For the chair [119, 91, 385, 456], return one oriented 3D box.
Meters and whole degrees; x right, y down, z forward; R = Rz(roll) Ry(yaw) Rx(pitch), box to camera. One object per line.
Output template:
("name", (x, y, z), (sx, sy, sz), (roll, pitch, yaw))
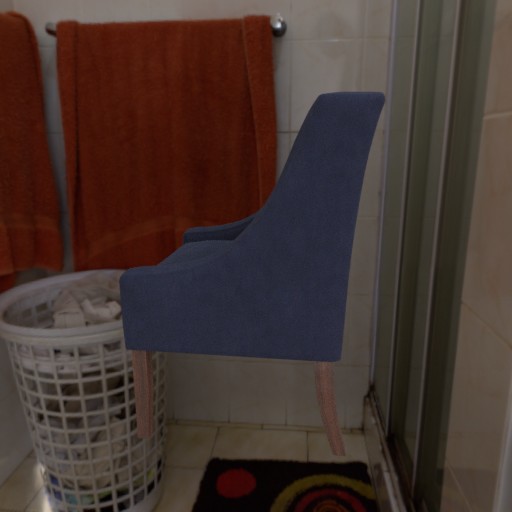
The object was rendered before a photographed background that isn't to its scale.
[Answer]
("chair", (0.000, 0.000, 1.356), (0.629, 0.895, 0.629), (2, 14, 7))
